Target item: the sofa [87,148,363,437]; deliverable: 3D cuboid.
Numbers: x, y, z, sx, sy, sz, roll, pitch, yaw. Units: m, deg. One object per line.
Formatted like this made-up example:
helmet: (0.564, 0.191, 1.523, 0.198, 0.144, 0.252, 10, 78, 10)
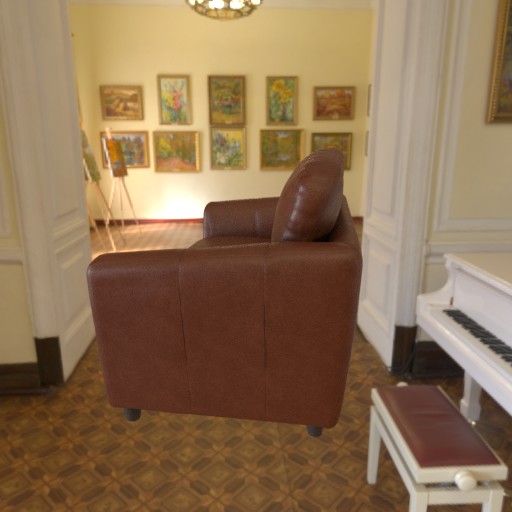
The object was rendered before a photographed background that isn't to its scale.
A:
sofa: (0.000, 0.000, 1.915, 0.805, 0.906, 1.406, 2, 14, 9)
